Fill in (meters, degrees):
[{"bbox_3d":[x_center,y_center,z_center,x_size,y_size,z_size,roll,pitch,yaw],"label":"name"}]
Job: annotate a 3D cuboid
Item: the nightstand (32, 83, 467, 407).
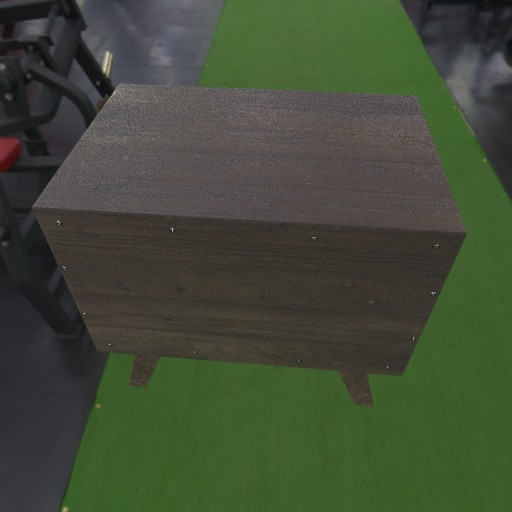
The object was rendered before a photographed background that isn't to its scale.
[{"bbox_3d":[0.000,0.000,1.026,0.650,0.599,0.450,4,45,4],"label":"nightstand"}]
